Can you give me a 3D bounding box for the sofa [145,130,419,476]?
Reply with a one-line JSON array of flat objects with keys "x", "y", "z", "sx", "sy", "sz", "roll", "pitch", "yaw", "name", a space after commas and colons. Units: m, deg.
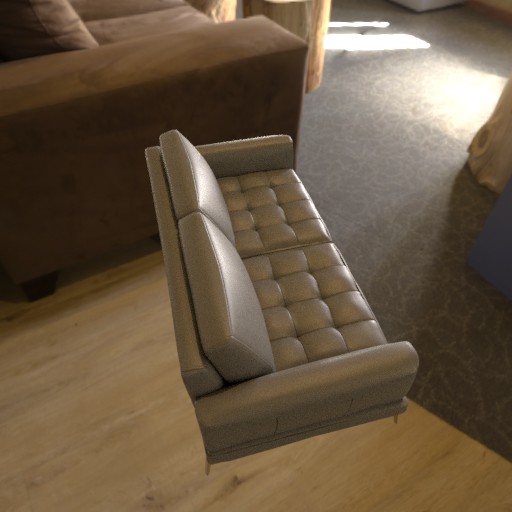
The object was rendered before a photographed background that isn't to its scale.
[{"x": 0.000, "y": 0.000, "z": 2.782, "sx": 1.121, "sy": 0.930, "sz": 2.177, "roll": -11, "pitch": 47, "yaw": -10, "name": "sofa"}]
